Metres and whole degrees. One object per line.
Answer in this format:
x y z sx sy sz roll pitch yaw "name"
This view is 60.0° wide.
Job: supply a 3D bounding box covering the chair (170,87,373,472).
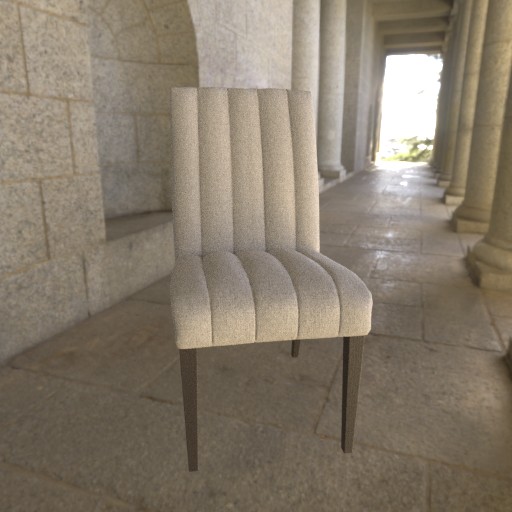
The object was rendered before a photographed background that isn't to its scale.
0.000 0.000 1.346 0.511 1.016 0.647 -2 15 -9 "chair"
